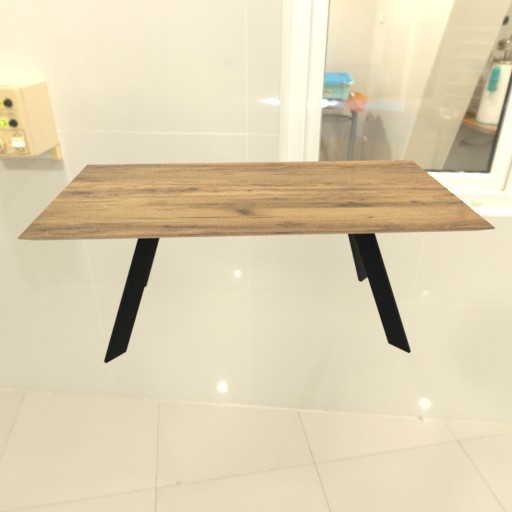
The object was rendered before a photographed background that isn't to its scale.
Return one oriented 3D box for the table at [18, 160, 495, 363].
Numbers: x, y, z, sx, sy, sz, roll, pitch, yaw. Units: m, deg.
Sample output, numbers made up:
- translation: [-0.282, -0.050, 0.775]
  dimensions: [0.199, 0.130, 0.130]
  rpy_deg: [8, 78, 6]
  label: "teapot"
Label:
- translation: [0.000, 0.000, 2.477]
  dimensions: [2.000, 0.770, 1.000]
  rpy_deg: [-1, 29, -2]
  label: "table"
